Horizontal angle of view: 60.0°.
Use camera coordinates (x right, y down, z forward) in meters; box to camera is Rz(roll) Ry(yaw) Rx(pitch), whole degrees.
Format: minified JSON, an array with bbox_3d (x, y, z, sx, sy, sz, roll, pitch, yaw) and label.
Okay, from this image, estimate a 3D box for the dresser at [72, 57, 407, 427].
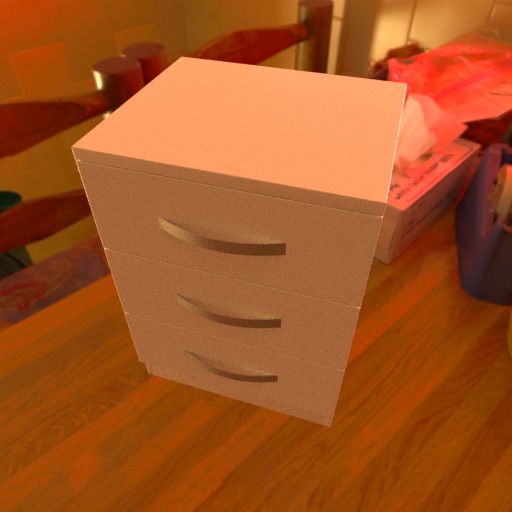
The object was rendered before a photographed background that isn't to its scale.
[{"bbox_3d":[0.000,0.000,0.830,0.400,0.560,0.360,12,45,13],"label":"dresser"}]
